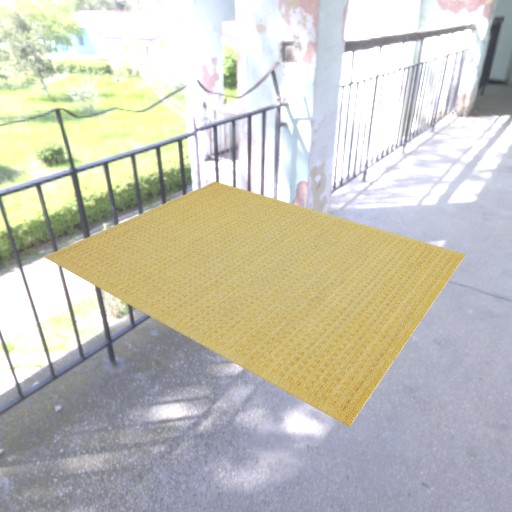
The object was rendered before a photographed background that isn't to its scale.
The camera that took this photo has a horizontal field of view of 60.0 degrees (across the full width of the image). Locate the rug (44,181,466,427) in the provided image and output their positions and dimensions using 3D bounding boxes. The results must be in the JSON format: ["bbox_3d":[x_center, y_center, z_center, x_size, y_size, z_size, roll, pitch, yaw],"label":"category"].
[{"bbox_3d":[0.000,0.000,4.300,3.242,0.015,2.486,21,37,31],"label":"rug"}]
